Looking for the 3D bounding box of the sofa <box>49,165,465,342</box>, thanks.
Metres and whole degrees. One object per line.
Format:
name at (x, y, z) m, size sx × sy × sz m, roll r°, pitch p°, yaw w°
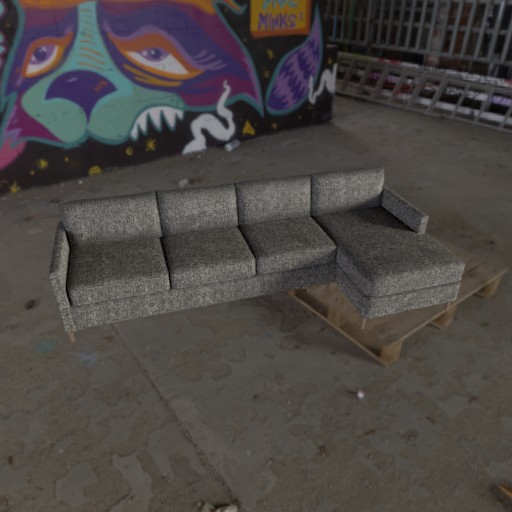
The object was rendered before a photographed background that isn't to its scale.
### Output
sofa at (0.000, 0.000, 4.026) m, size 3.384 × 0.970 × 1.488 m, roll -9°, pitch 33°, yaw -14°
